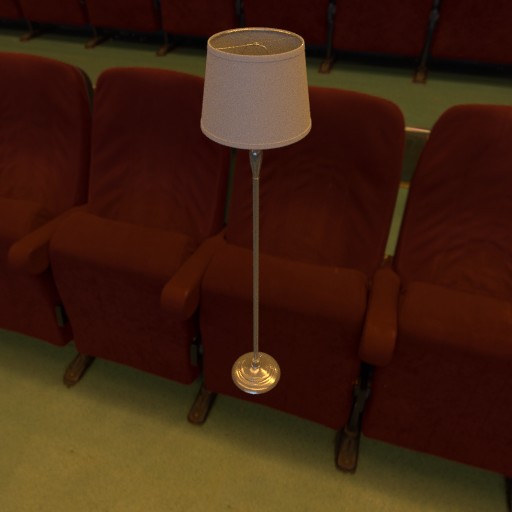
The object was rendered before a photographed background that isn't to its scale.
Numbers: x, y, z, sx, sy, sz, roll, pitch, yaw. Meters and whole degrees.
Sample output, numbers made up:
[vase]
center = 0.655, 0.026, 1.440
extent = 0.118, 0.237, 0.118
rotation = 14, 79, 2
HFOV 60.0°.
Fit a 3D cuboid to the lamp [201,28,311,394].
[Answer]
[lamp]
center = 0.000, 0.000, 1.663
extent = 0.327, 1.506, 0.327
rotation = 12, 43, 13
